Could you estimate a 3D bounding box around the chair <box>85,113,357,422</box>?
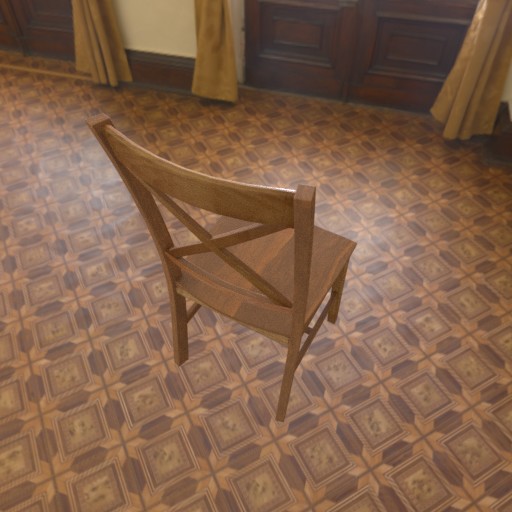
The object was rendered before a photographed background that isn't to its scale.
[{"bbox_3d":[0.000,0.000,1.285,0.485,0.983,0.542,23,51,20],"label":"chair"}]
